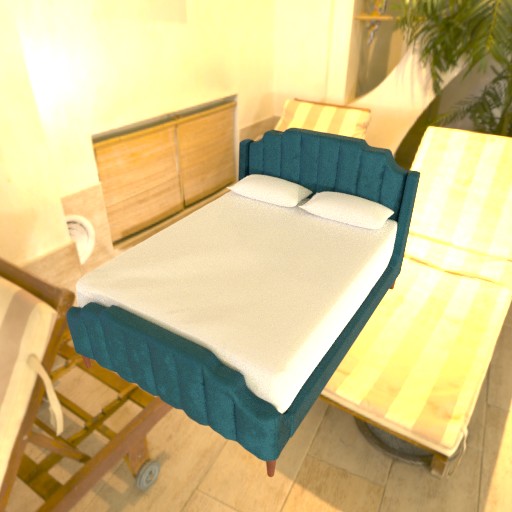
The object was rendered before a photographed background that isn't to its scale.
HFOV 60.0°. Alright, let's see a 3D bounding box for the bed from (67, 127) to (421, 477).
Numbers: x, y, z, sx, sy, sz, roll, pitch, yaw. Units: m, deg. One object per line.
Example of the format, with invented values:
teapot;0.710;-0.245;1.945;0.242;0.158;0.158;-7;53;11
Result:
bed;0.000;0.000;3.347;1.678;1.338;2.322;18;36;27
